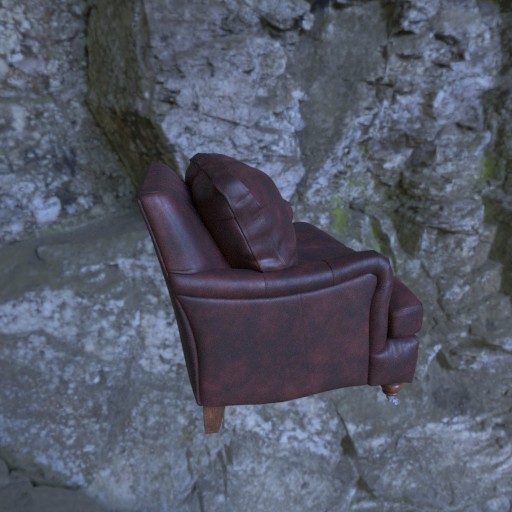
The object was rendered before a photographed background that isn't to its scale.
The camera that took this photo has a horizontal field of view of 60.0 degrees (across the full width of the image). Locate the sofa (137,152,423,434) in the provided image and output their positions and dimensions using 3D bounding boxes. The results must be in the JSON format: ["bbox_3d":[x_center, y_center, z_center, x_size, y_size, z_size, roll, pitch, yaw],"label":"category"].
[{"bbox_3d":[0.000,0.000,2.446,1.148,1.070,1.628,-3,16,-11],"label":"sofa"}]
